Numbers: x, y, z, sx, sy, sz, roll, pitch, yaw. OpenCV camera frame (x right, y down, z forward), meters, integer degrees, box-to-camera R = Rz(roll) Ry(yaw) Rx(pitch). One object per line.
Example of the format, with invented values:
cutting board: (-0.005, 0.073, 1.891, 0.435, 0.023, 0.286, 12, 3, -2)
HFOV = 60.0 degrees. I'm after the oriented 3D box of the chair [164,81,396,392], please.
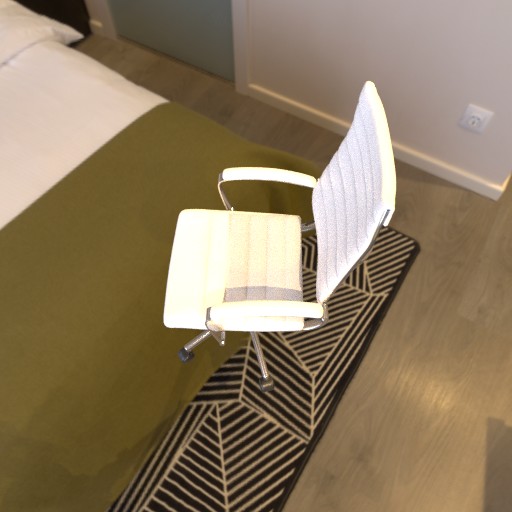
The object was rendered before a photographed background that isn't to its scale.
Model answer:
chair: (0.000, 0.000, 1.578, 0.679, 1.149, 0.679, 1, 59, 1)
